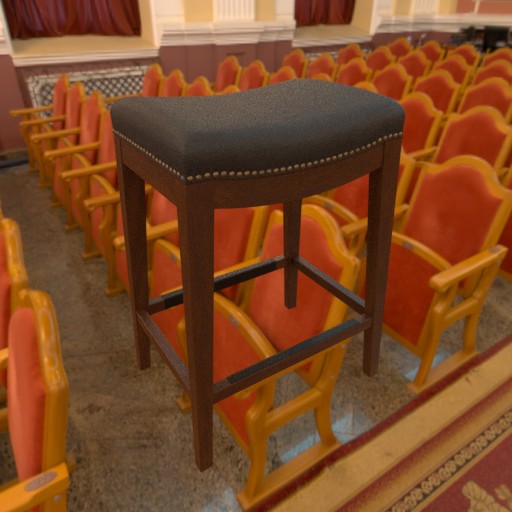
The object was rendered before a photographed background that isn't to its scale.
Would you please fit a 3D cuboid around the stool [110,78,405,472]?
[{"bbox_3d":[0.000,0.000,0.949,0.490,0.664,0.353,-18,35,-28],"label":"stool"}]
